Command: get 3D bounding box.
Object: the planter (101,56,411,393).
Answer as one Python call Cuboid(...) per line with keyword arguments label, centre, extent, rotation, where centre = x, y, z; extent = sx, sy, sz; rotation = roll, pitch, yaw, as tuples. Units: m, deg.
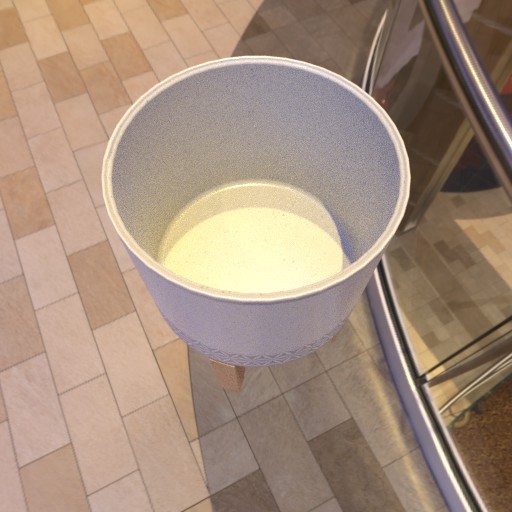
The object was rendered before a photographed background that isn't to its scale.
Cuboid(label="planter", centre=(0.000, 0.000, 0.266), extent=(0.130, 0.178, 0.130), rotation=(0, 62, 0))
